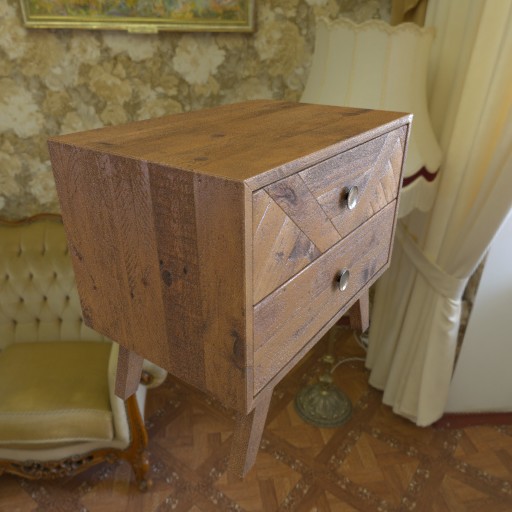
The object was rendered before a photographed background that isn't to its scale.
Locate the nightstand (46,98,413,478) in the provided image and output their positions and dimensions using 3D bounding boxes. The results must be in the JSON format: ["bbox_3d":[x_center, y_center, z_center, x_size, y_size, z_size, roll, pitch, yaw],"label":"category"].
[{"bbox_3d":[0.000,0.000,1.034,0.450,0.599,0.650,18,32,31],"label":"nightstand"}]
